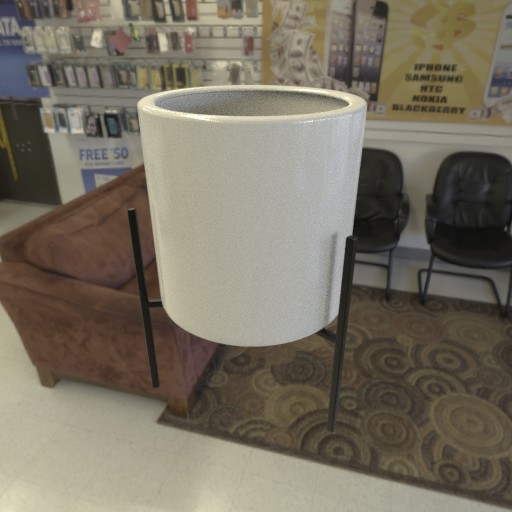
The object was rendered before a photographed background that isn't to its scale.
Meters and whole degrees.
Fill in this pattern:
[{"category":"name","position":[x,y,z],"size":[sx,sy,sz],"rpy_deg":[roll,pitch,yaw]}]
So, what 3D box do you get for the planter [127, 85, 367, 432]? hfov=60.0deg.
[{"category":"planter","position":[0.000,0.000,0.520],"size":[0.239,0.356,0.239],"rpy_deg":[9,29,17]}]
